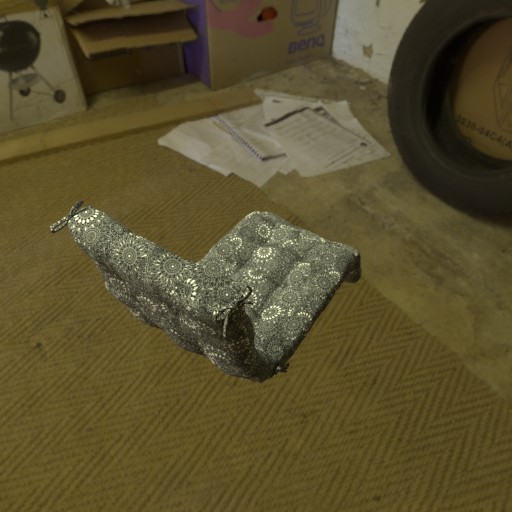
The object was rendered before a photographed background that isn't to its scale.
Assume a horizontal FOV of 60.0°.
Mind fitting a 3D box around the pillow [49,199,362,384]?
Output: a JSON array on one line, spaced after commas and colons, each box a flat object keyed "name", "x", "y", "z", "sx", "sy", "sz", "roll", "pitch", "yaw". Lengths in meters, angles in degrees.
[{"name": "pillow", "x": 0.000, "y": 0.000, "z": 1.515, "sx": 0.526, "sy": 0.863, "sz": 1.016, "roll": 26, "pitch": 51, "yaw": 23}]
